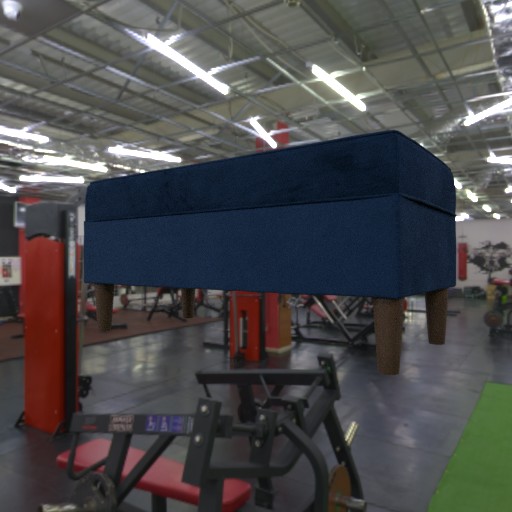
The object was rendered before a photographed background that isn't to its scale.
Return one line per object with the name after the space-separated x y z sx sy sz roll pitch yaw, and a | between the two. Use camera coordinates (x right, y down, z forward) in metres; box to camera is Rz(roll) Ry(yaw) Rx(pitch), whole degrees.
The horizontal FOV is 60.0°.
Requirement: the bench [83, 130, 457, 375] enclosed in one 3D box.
0.000 0.000 1.294 1.010 0.467 0.489 0 -1 36 | bench
